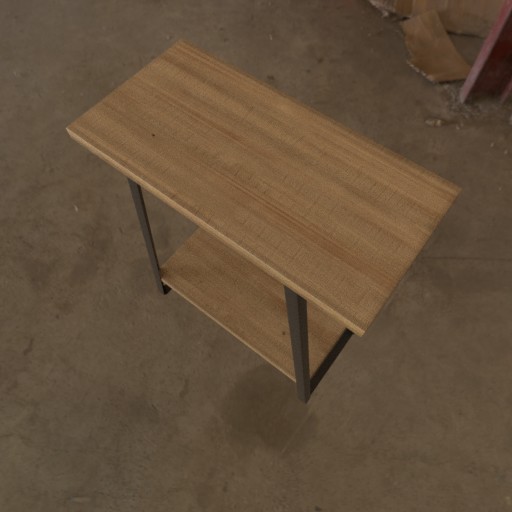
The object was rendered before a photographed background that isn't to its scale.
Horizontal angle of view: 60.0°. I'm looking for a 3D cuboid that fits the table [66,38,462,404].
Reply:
[{"bbox_3d":[0.000,0.000,1.043,0.599,0.701,0.300,34,67,17],"label":"table"}]
